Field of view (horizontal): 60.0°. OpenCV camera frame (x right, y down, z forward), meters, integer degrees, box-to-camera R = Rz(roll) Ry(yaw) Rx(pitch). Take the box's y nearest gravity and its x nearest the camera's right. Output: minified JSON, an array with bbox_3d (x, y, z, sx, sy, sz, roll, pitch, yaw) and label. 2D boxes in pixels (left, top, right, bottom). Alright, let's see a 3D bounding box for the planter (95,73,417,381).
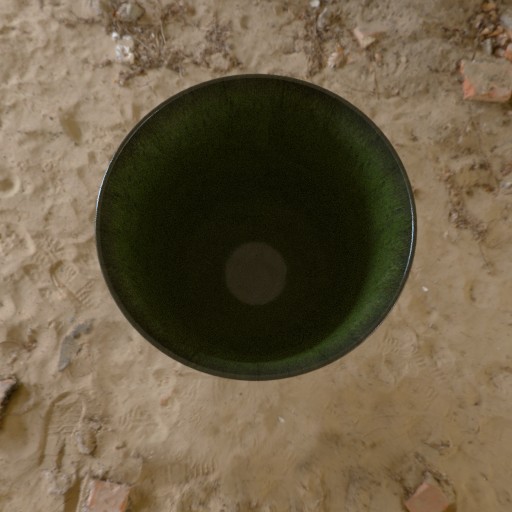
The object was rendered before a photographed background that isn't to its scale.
[{"bbox_3d":[0.000,0.000,0.467,0.245,0.270,0.245,0,76,0],"label":"planter"}]
